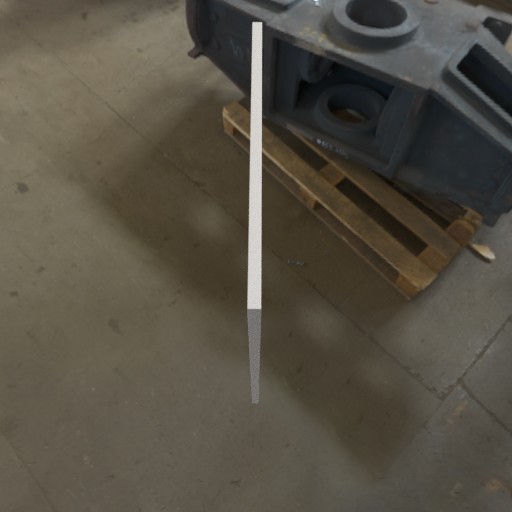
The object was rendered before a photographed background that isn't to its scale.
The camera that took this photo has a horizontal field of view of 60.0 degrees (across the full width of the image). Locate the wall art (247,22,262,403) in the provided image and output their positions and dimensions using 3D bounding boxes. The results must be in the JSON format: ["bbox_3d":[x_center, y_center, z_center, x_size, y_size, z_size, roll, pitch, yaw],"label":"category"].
[{"bbox_3d":[0.000,0.000,0.616,0.010,0.474,0.325,0,64,0],"label":"wall art"}]
